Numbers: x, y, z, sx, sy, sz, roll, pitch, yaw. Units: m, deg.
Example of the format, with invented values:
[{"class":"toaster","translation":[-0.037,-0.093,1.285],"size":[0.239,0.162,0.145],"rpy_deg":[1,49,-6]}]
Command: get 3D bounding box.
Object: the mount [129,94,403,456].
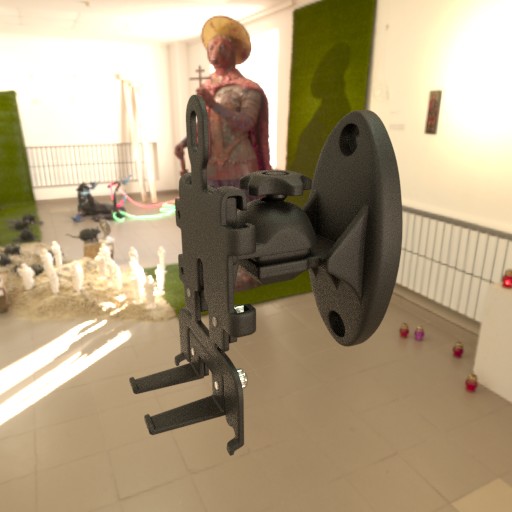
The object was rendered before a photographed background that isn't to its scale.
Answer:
[{"class":"mount","translation":[0.000,0.000,0.173],"size":[0.100,0.118,0.066],"rpy_deg":[-9,21,-25]}]
